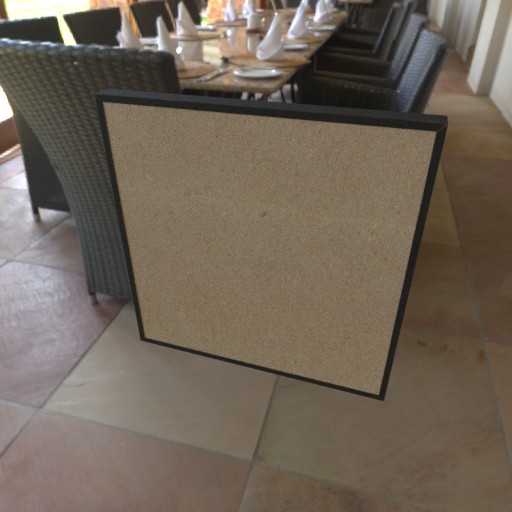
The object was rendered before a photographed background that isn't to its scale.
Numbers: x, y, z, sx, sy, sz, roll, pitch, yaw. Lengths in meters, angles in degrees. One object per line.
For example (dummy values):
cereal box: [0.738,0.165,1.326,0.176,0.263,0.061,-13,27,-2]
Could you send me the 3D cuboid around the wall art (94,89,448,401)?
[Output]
wall art: [0.000,0.000,0.761,0.508,0.508,0.038,10,34,15]
